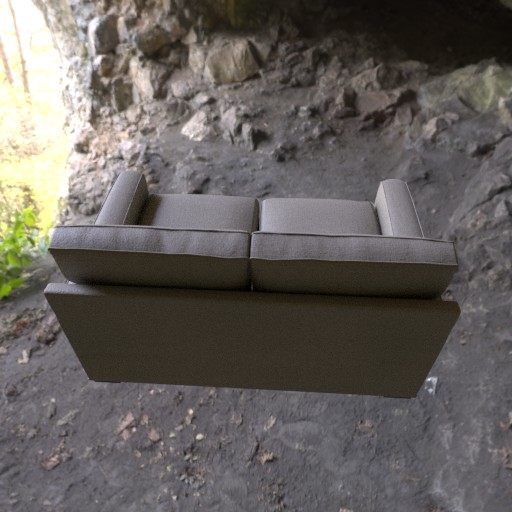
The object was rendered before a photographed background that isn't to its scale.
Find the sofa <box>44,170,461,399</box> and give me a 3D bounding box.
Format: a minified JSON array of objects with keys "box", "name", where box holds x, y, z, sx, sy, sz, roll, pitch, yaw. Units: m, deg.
[{"box":[0.000,0.000,2.048,1.484,0.853,0.940,2,46,2],"name":"sofa"}]
